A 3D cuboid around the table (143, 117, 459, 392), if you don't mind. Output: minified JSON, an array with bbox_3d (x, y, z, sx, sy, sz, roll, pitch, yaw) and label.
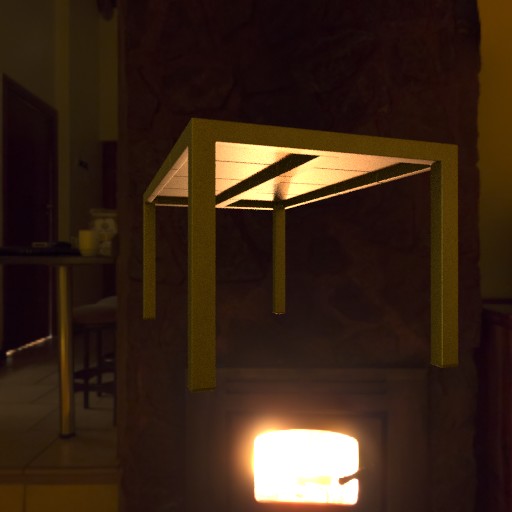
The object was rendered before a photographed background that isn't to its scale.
[{"bbox_3d":[0.000,0.000,1.285,0.559,0.460,0.965,0,0,-19],"label":"table"}]
